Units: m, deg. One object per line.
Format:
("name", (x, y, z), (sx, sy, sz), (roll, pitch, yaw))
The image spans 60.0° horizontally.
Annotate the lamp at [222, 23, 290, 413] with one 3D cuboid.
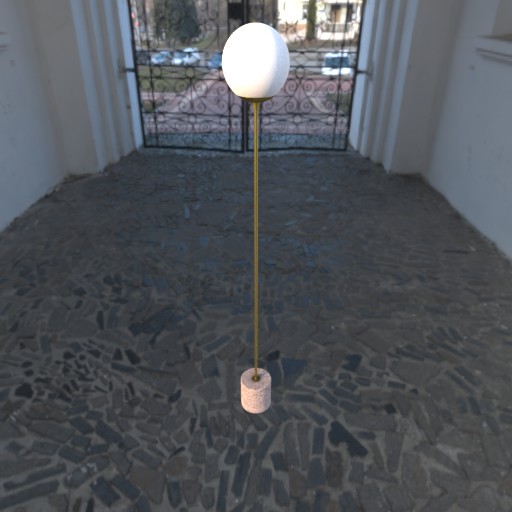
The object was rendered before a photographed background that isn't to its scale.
("lamp", (0.000, 0.000, 1.876), (0.229, 1.748, 0.229), (8, 31, 14))
